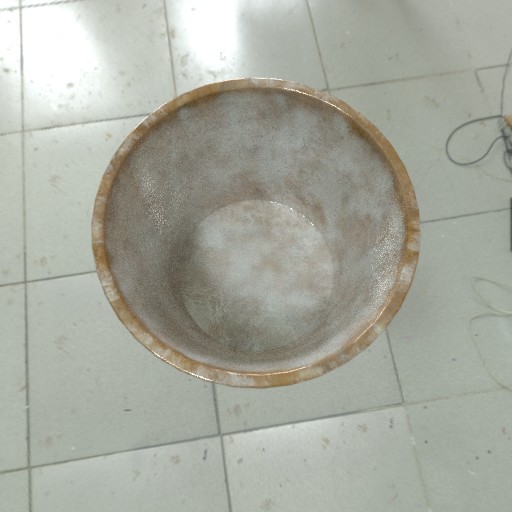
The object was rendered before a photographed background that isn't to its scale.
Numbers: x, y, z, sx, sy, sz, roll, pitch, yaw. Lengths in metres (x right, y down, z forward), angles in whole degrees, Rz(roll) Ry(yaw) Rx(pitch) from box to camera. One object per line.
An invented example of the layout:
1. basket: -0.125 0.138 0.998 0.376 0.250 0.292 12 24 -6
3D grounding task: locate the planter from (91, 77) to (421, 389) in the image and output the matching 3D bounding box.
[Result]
1. planter: 0.000 0.000 0.450 0.255 0.223 0.255 0 74 0
